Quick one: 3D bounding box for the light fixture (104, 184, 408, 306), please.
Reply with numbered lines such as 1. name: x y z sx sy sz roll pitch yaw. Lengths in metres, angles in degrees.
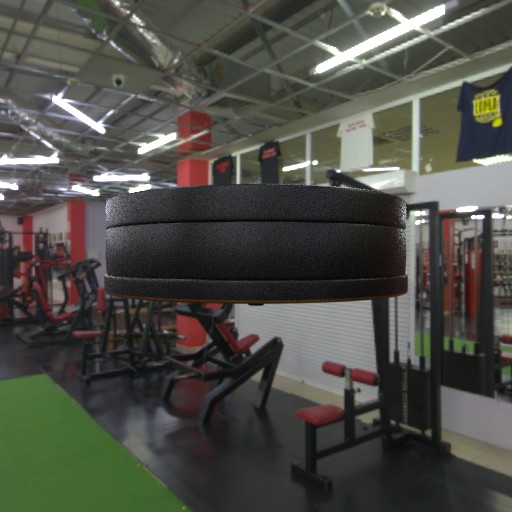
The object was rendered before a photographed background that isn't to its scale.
1. light fixture: 0.000 0.000 0.437 0.283 0.097 0.283 0 0 0
